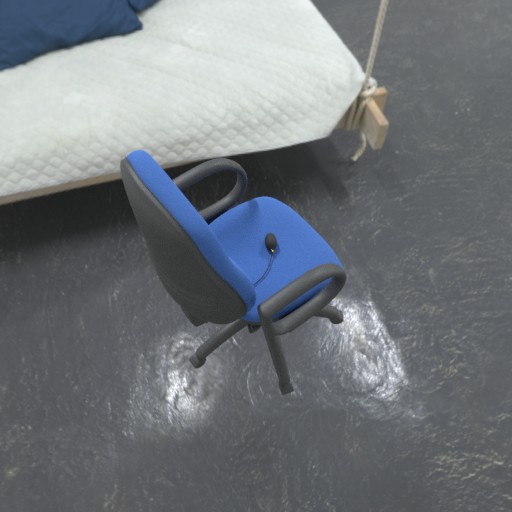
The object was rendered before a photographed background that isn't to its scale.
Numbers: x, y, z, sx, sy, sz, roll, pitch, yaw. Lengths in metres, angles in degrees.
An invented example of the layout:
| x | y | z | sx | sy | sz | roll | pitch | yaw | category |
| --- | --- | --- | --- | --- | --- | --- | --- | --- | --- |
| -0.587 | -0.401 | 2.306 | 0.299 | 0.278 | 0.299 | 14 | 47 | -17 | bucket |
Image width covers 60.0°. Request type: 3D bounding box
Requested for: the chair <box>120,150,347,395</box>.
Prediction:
| x | y | z | sx | sy | sz | roll | pitch | yaw | category |
| --- | --- | --- | --- | --- | --- | --- | --- | --- | --- |
| 0.000 | 0.000 | 1.237 | 0.549 | 0.905 | 0.552 | -32 | 62 | -19 | chair |
